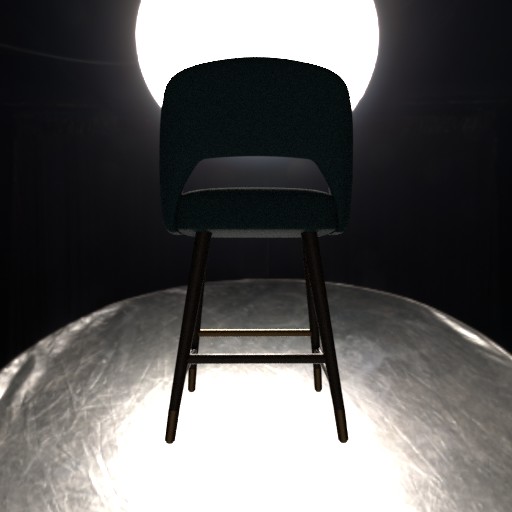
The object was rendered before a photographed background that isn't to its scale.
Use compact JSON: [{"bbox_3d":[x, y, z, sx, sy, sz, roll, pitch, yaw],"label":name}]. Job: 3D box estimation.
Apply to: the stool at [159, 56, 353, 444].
[{"bbox_3d":[0.000,0.000,1.285,0.536,0.939,0.522,0,0,-1],"label":"stool"}]
